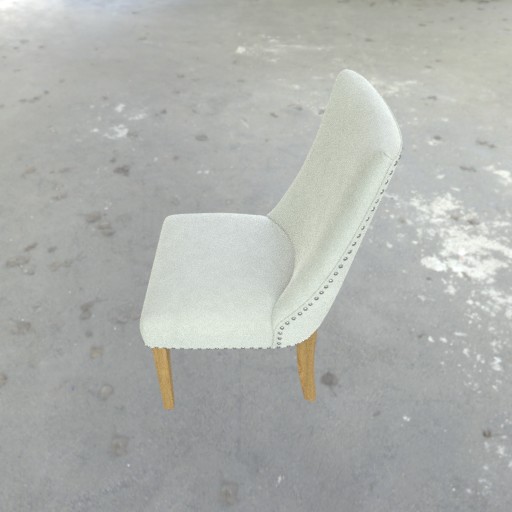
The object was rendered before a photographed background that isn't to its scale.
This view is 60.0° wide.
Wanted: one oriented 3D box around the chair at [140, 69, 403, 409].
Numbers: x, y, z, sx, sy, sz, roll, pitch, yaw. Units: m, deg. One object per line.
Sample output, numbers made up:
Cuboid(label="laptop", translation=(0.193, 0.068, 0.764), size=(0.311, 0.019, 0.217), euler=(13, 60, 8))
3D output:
Cuboid(label="chair", translation=(0.000, 0.000, 1.279), size=(0.610, 0.902, 0.495), euler=(-1, 41, -1))
